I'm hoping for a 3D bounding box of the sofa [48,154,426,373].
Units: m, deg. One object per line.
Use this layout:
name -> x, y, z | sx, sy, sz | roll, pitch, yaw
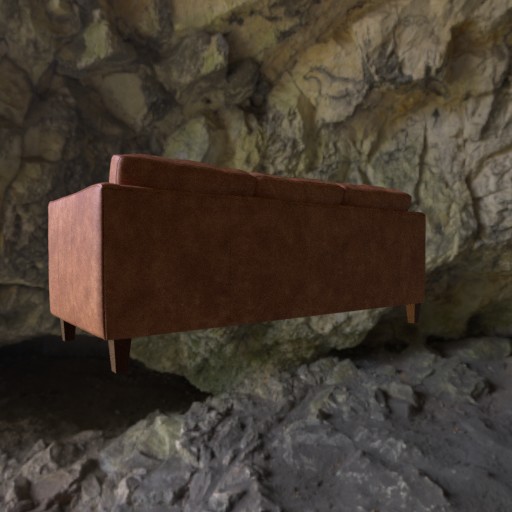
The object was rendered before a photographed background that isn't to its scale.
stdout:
sofa -> 0.000, 0.000, 3.018 | 2.464, 1.006, 1.045 | 0, 1, -37
